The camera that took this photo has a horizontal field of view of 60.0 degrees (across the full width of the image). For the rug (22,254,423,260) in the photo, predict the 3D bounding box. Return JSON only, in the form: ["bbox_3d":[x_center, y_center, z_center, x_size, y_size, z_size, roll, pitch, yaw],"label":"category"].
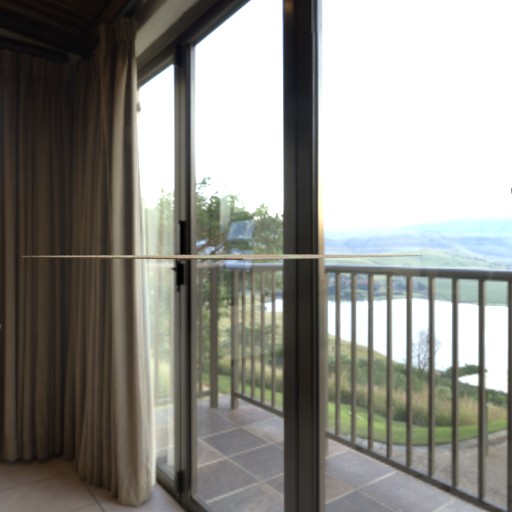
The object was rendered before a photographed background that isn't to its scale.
[{"bbox_3d":[0.000,0.000,2.916,1.524,0.006,2.286,0,1,36],"label":"rug"}]
